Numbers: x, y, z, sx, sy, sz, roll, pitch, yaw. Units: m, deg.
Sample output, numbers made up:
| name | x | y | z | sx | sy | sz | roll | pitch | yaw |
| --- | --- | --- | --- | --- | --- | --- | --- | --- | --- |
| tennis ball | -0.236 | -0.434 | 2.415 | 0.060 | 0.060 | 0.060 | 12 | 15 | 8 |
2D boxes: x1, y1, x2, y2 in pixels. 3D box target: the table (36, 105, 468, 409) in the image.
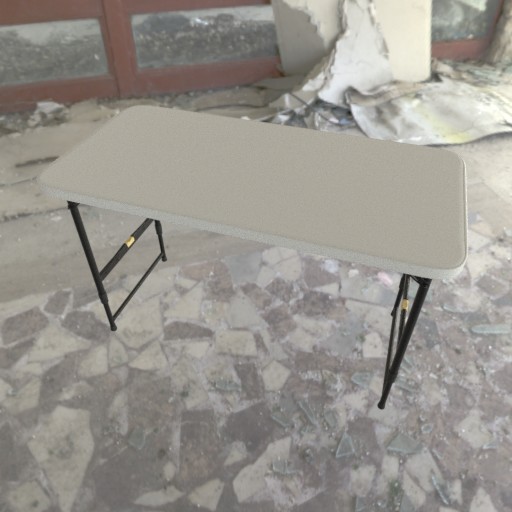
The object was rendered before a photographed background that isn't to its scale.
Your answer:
| name | x | y | z | sx | sy | sz | roll | pitch | yaw |
| --- | --- | --- | --- | --- | --- | --- | --- | --- | --- |
| table | 0.000 | 0.000 | 1.602 | 1.219 | 0.737 | 0.610 | 13 | 43 | 14 |
